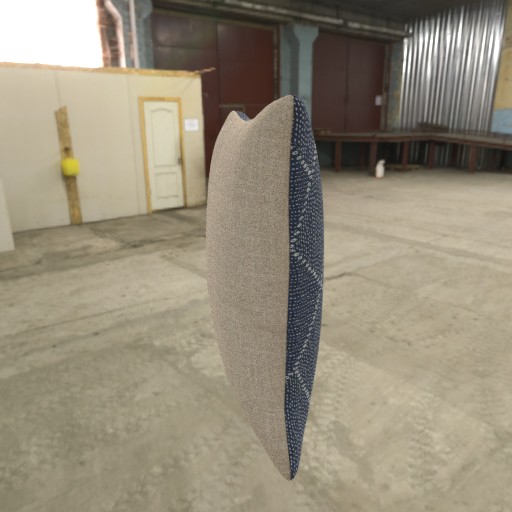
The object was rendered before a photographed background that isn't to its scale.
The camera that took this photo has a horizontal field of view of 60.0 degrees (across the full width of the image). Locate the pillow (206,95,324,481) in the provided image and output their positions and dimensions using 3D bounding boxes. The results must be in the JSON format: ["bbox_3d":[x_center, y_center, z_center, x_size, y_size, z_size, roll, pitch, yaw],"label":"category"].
[{"bbox_3d":[0.000,0.000,0.663,0.148,0.428,0.435,-3,17,-9],"label":"pillow"}]
